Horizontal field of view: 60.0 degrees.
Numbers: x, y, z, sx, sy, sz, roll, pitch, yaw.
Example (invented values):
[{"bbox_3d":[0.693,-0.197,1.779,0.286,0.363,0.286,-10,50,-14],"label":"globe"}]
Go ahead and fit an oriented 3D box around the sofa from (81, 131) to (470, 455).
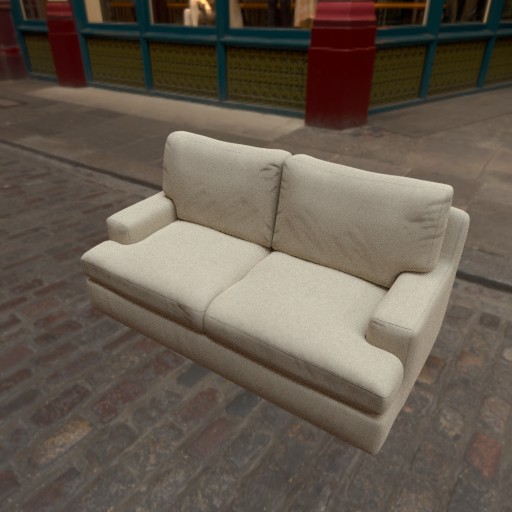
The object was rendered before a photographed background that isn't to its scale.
[{"bbox_3d":[0.000,0.000,2.393,1.885,0.967,0.962,19,36,29],"label":"sofa"}]
